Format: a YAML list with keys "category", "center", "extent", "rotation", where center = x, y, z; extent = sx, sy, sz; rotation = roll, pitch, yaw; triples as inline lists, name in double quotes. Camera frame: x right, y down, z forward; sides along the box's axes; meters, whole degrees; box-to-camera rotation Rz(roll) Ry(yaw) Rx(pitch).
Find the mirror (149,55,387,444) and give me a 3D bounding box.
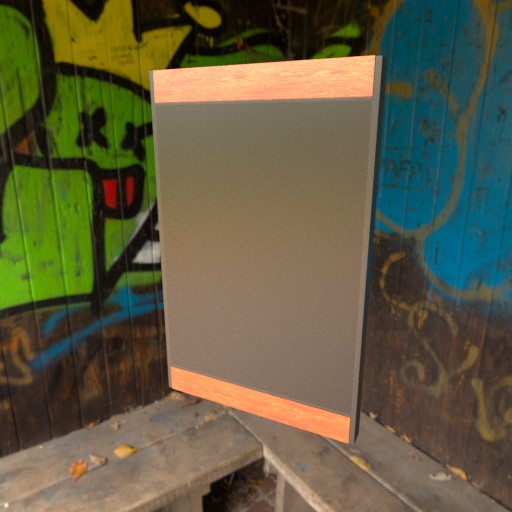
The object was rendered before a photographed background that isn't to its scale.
- category: "mirror"
  center: [0.000, 0.000, 1.033]
  extent: [0.525, 0.823, 0.047]
  rotation: [8, 18, 26]
